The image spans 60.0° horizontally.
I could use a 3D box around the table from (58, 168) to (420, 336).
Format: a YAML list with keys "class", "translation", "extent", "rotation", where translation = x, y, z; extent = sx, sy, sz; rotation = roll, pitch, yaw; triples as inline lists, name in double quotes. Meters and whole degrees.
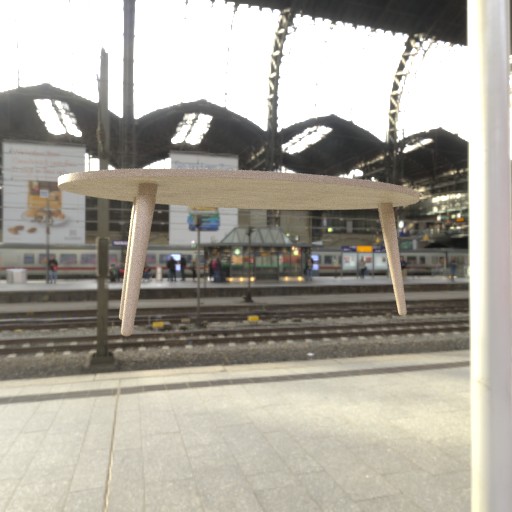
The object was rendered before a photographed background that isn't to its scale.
- class: "table"
  translation: [0.000, 0.000, 1.318]
  extent: [1.083, 0.390, 0.542]
  rotation: [0, -1, -18]
